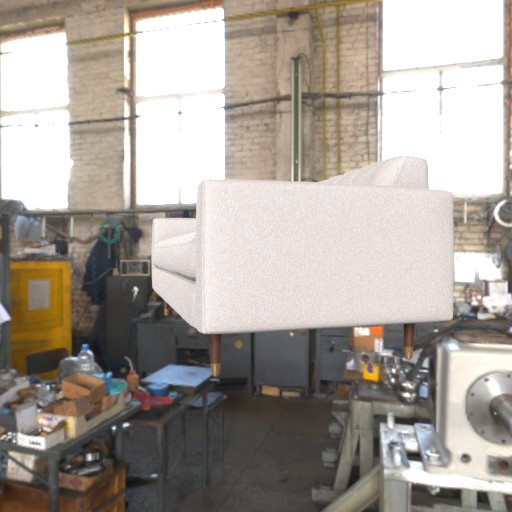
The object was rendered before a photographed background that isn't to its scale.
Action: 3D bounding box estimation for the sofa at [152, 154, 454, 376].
[{"bbox_3d":[0.000,0.000,2.379,0.969,0.814,1.895,0,1,-18],"label":"sofa"}]
